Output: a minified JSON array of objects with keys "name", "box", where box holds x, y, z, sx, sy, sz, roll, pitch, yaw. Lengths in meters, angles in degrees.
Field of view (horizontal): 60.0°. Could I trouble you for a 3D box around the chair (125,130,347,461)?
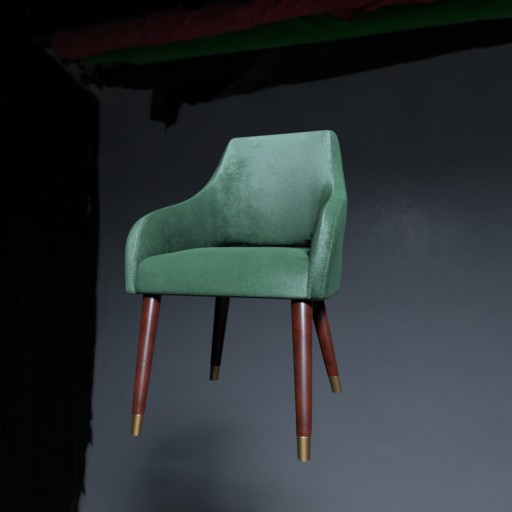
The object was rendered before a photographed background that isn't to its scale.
[{"name":"chair","box":[0.000,0.000,1.629,0.683,1.081,0.794,0,1,18]}]
